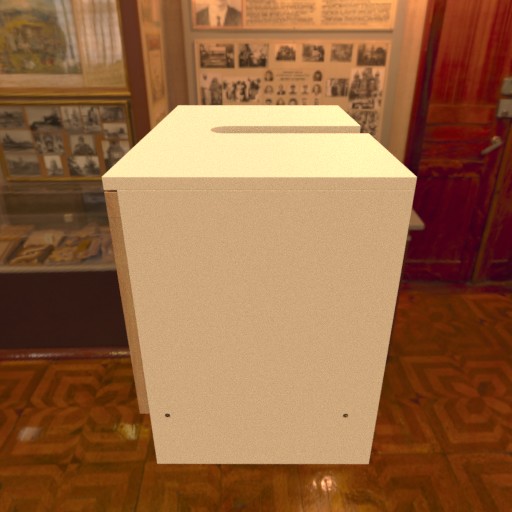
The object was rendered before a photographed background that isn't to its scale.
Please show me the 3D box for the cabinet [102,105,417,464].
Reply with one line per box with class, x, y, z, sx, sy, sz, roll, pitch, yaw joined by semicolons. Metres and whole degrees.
cabinet;0.000;0.000;0.934;0.400;0.522;0.600;0;27;0
